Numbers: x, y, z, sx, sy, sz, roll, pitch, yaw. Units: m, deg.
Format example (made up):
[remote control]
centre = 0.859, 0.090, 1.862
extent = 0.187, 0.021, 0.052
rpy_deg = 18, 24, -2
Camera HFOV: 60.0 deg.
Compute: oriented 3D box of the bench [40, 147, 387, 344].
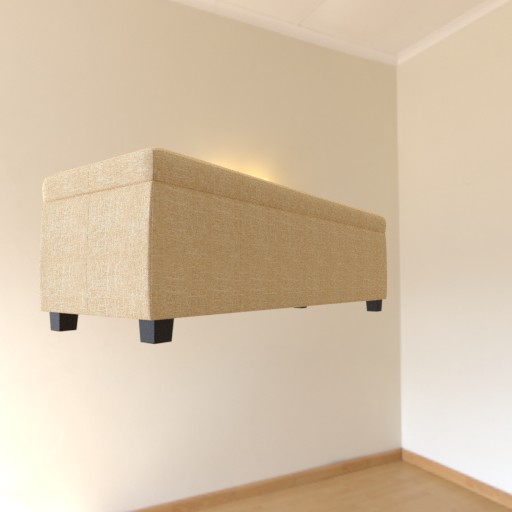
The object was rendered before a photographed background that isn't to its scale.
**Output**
[bench]
centre = 0.000, 0.000, 1.450
extent = 0.432, 0.406, 1.219
rpy_deg = -2, -4, 37
